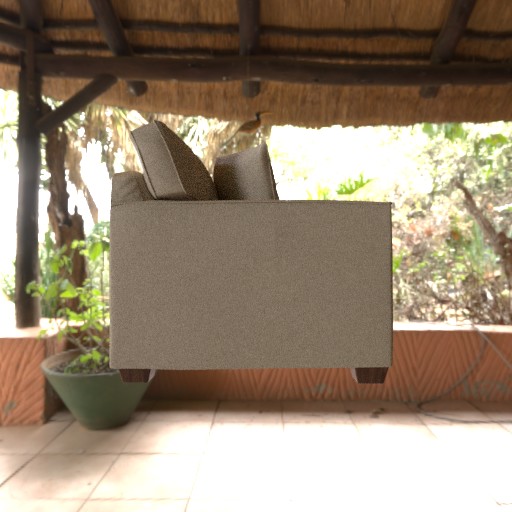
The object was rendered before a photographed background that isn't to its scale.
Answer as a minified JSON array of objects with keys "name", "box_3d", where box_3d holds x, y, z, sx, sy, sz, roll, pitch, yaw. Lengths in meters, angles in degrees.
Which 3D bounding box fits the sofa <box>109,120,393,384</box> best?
[{"name":"sofa","box_3d":[0.000,0.000,2.519,1.034,0.946,1.962,0,-1,0]}]
